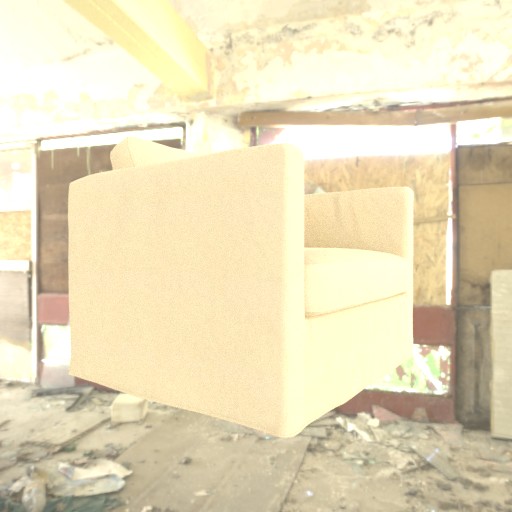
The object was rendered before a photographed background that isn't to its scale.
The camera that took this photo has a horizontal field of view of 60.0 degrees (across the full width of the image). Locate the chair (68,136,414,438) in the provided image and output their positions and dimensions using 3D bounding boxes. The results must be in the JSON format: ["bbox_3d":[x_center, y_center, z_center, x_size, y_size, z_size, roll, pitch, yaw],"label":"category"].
[{"bbox_3d":[0.000,0.000,1.724,0.947,0.851,1.057,1,1,36],"label":"chair"}]
